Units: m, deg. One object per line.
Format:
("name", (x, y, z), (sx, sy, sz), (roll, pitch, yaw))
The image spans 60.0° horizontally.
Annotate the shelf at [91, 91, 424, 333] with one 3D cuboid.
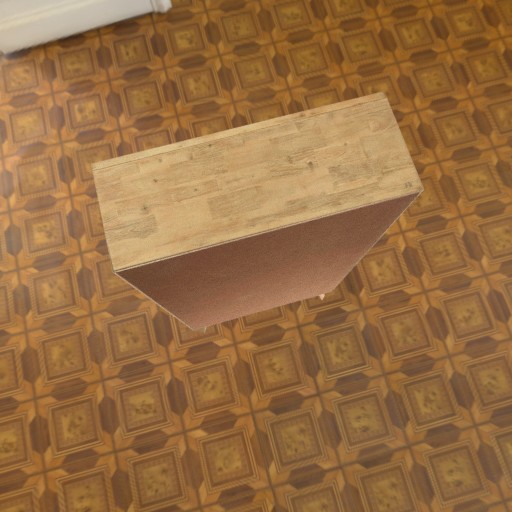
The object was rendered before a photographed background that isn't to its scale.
("shelf", (0.000, 0.000, 1.768), (0.748, 1.471, 0.308), (-15, 75, -4))
